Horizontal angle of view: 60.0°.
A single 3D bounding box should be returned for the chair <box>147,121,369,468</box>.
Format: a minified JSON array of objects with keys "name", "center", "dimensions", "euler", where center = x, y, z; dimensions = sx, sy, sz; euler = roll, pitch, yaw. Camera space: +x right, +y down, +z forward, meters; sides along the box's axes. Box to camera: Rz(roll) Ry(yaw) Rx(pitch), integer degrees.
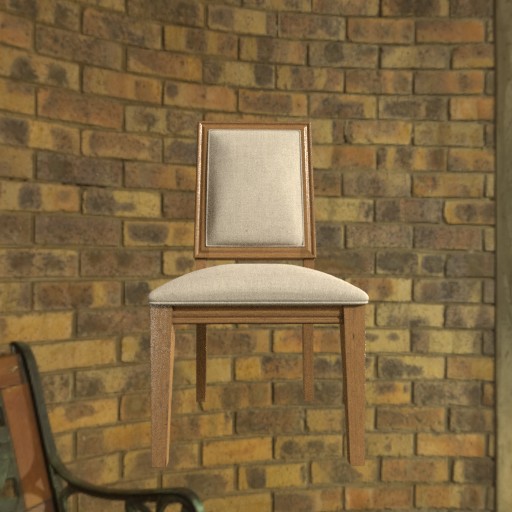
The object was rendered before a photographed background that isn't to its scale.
[{"name":"chair","center":[0.000,0.000,1.338],"dimensions":[0.536,0.988,0.601],"euler":[0,0,-1]}]
